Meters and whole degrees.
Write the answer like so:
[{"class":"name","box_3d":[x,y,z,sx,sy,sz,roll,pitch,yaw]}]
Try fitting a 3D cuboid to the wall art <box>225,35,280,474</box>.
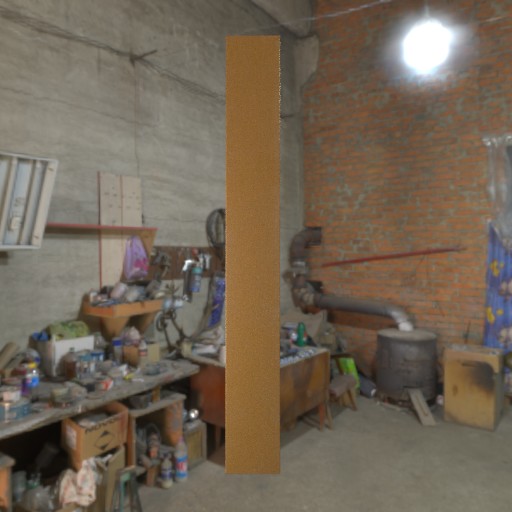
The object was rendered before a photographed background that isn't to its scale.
[{"class":"wall art","box_3d":[0.000,0.000,0.461,0.038,0.305,0.306,0,-1,1]}]
